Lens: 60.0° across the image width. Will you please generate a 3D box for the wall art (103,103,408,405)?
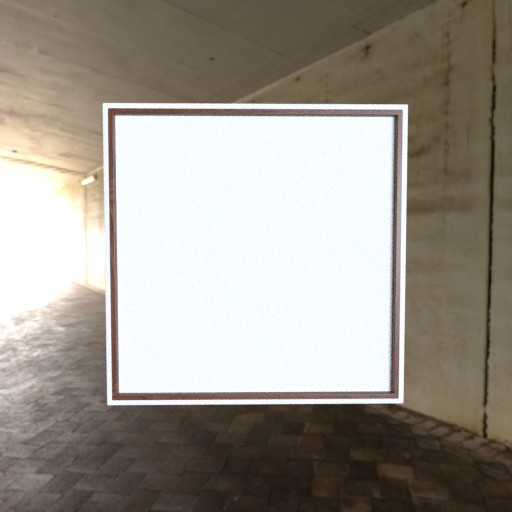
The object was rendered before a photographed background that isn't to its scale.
[{"bbox_3d":[0.000,0.000,1.509,1.009,1.009,0.049,0,3,-1],"label":"wall art"}]
